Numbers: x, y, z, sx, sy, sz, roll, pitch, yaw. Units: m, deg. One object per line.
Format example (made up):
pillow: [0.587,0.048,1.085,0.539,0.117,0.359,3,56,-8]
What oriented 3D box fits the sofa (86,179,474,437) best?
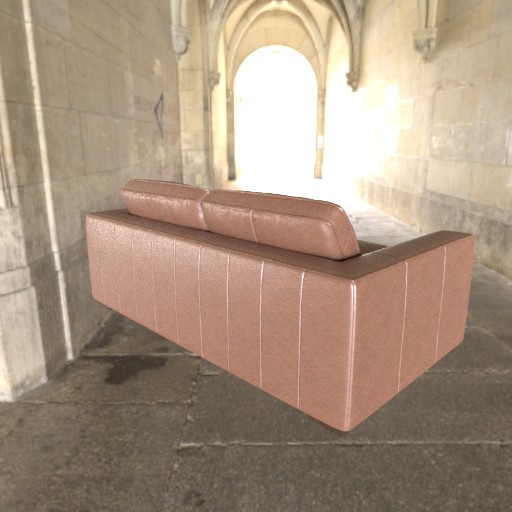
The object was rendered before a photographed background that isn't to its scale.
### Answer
sofa: [0.000,0.000,2.420,1.070,0.800,1.920,-14,20,-43]
